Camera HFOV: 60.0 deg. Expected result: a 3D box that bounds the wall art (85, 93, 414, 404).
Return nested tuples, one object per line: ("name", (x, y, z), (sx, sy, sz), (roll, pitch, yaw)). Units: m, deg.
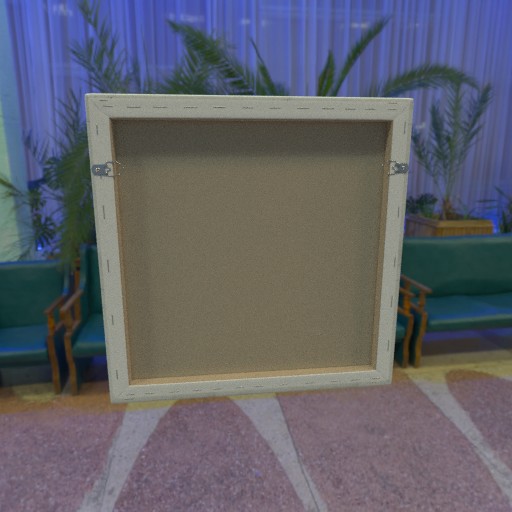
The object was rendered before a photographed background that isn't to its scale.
("wall art", (0.000, 0.000, 1.119), (0.762, 0.762, 0.038), (-2, 14, -7))
